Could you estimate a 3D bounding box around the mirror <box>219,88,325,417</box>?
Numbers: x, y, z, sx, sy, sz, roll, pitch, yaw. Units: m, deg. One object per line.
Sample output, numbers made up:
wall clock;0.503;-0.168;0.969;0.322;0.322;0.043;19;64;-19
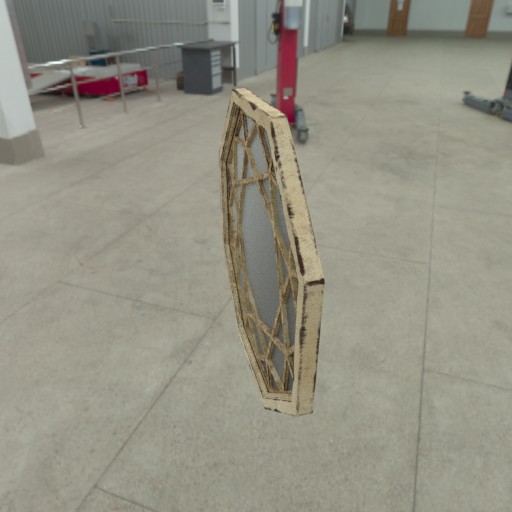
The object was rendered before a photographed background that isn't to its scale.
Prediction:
mirror;0.000;0.000;0.962;0.031;0.648;0.648;-7;31;-13
